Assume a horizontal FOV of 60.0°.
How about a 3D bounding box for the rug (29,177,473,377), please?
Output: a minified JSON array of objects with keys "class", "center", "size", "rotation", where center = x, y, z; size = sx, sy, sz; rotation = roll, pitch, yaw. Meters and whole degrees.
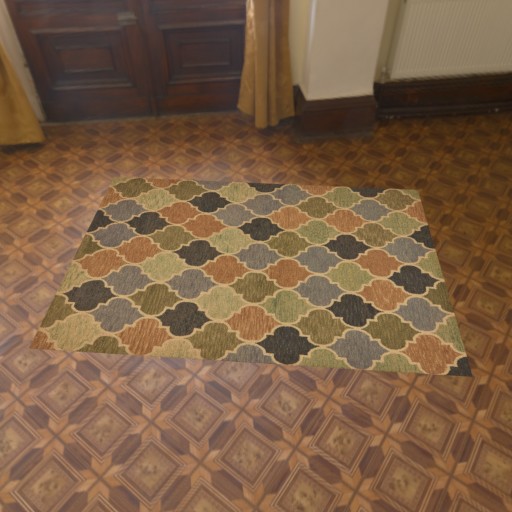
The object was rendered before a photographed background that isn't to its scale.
[{"class":"rug","center":[0.000,0.000,2.804],"size":[2.284,0.006,1.521],"rotation":[3,46,3]}]
